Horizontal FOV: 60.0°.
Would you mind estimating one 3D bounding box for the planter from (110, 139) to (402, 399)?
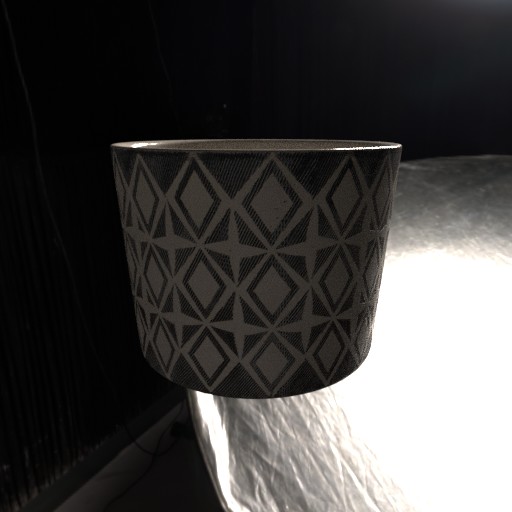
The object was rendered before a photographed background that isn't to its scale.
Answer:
[{"bbox_3d":[0.000,0.000,0.444,0.260,0.220,0.260,0,16,0],"label":"planter"}]
